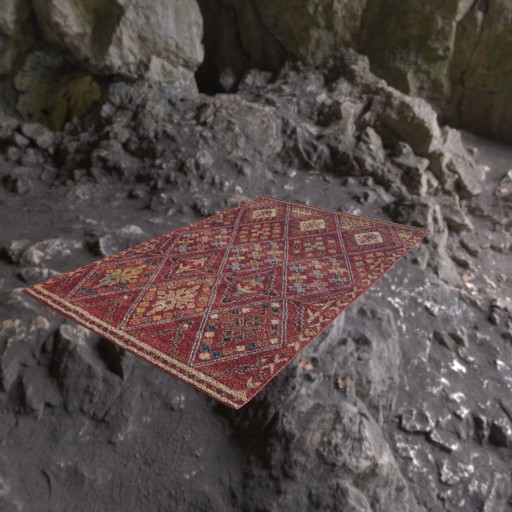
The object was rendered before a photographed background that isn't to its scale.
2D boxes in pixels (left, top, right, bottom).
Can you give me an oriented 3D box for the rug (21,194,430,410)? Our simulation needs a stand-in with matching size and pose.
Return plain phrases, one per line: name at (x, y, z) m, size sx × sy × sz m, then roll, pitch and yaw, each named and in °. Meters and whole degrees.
rug at (0.000, 0.000, 2.842) m, size 1.521 × 0.026 × 2.286 m, roll 17°, pitch 29°, yaw 33°
